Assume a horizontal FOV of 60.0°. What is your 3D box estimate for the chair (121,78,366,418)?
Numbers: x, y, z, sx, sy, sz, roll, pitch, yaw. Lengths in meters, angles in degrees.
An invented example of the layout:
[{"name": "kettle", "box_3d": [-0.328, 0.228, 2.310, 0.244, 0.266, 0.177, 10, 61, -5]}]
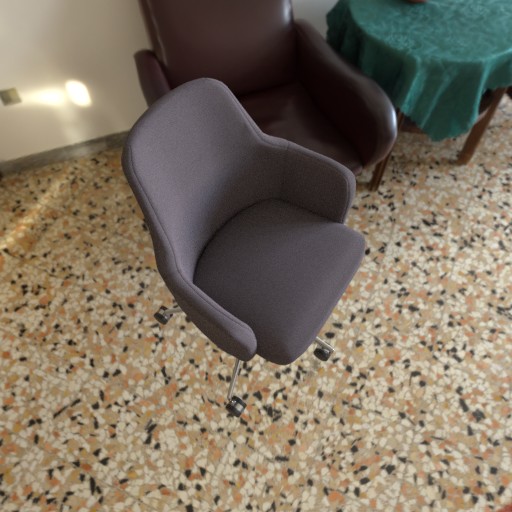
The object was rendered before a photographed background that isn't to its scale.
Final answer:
[{"name": "chair", "box_3d": [0.000, 0.000, 1.263, 0.600, 0.820, 0.655, 29, 62, 17]}]
